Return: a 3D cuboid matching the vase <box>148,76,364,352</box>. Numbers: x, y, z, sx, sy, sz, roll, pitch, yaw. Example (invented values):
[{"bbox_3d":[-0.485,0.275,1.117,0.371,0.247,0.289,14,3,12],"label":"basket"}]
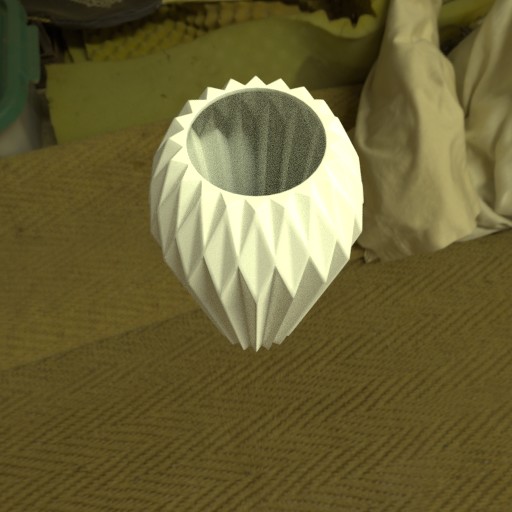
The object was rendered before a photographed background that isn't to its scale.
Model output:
[{"bbox_3d":[0.000,0.000,0.339,0.133,0.263,0.133,0,63,0],"label":"vase"}]
